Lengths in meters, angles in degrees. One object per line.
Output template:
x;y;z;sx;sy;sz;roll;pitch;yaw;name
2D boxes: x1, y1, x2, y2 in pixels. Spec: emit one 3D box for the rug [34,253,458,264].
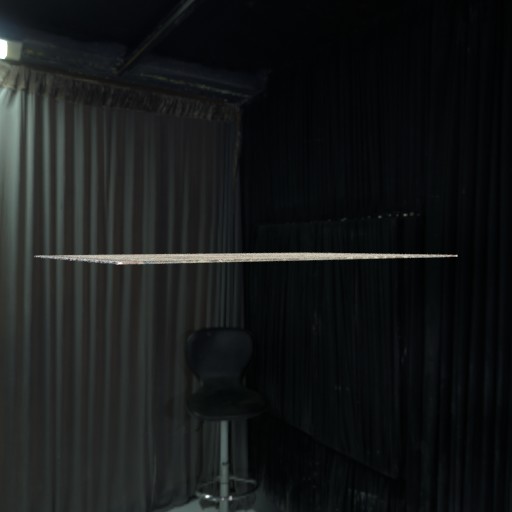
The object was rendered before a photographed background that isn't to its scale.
0.000;0.000;2.469;2.029;0.010;1.237;-1;1;-37;rug
